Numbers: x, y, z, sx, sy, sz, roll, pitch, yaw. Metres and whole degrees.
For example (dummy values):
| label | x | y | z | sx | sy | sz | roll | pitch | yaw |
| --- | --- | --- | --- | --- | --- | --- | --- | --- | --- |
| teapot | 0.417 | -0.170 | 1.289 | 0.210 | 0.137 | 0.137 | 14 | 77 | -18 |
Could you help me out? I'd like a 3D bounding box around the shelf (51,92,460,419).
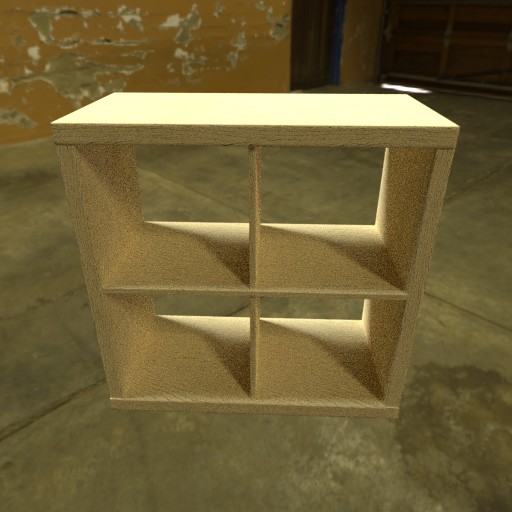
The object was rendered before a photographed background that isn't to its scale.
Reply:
| label | x | y | z | sx | sy | sz | roll | pitch | yaw |
| --- | --- | --- | --- | --- | --- | --- | --- | --- | --- |
| shelf | 0.000 | 0.000 | 1.213 | 0.790 | 0.786 | 0.390 | 1 | 28 | 2 |
